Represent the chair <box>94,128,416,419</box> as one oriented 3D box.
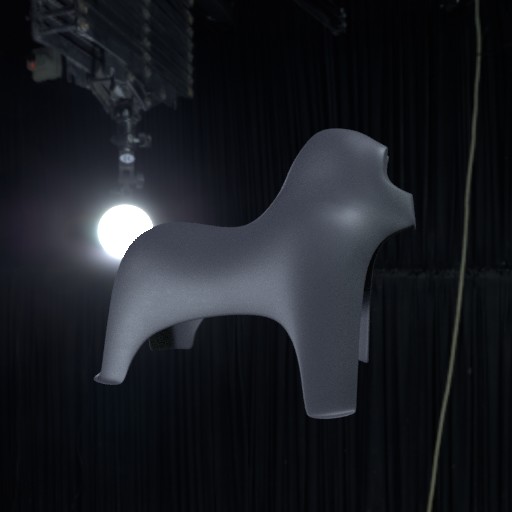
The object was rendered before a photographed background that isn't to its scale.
[{"bbox_3d":[0.000,0.000,1.121,0.758,0.600,0.490,0,2,18],"label":"chair"}]
